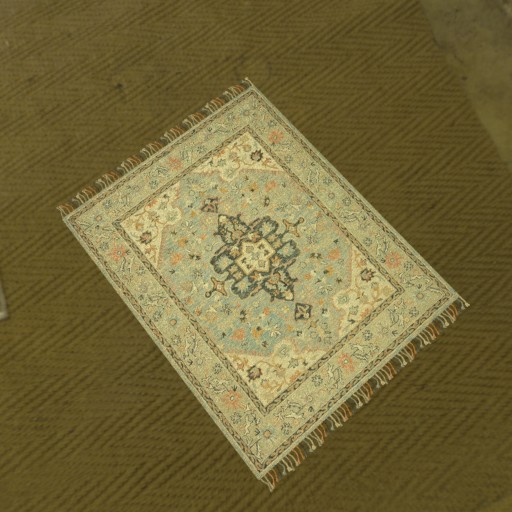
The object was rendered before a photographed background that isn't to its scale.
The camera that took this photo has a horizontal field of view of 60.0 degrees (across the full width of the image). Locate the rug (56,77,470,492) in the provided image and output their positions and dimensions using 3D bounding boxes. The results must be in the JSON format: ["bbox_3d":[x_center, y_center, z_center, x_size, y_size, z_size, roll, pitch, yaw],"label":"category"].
[{"bbox_3d":[0.000,0.000,3.413,1.971,0.010,2.651,-38,77,-11],"label":"rug"}]
